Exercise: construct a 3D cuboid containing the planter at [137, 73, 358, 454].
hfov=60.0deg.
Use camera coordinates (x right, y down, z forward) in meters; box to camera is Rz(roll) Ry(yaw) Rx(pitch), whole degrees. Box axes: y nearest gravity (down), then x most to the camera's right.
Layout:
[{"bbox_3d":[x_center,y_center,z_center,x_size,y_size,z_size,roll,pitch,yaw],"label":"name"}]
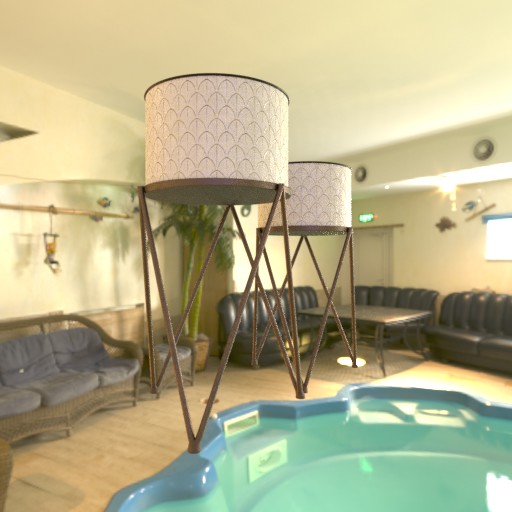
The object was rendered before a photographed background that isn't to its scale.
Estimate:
[{"bbox_3d":[0.000,0.000,1.188,0.413,0.712,0.769,0,0,36],"label":"planter"}]
